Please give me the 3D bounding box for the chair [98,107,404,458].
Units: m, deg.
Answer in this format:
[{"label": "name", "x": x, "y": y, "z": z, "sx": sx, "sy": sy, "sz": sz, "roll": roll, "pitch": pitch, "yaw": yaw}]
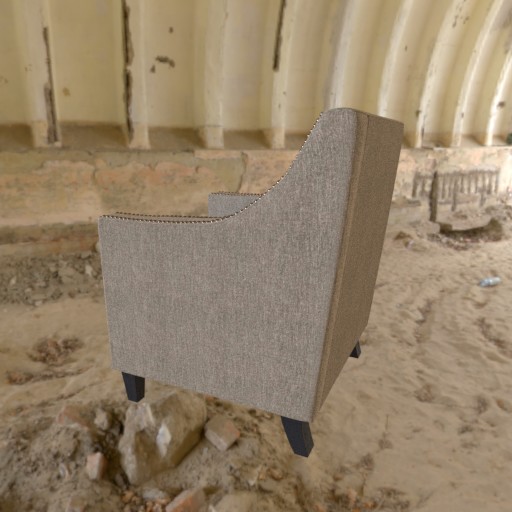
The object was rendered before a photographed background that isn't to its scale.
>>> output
[{"label": "chair", "x": 0.000, "y": 0.000, "z": 1.620, "sx": 0.884, "sy": 0.967, "sz": 0.776, "roll": 7, "pitch": 16, "yaw": 24}]
